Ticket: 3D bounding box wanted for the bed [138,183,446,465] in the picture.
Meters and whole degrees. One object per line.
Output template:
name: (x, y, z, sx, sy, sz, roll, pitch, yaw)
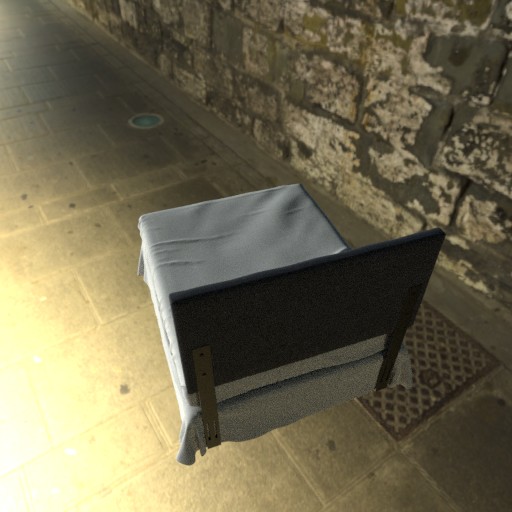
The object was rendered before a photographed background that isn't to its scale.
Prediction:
bed: (0.000, 0.000, 3.598, 1.936, 1.577, 2.222, -13, 43, -15)
